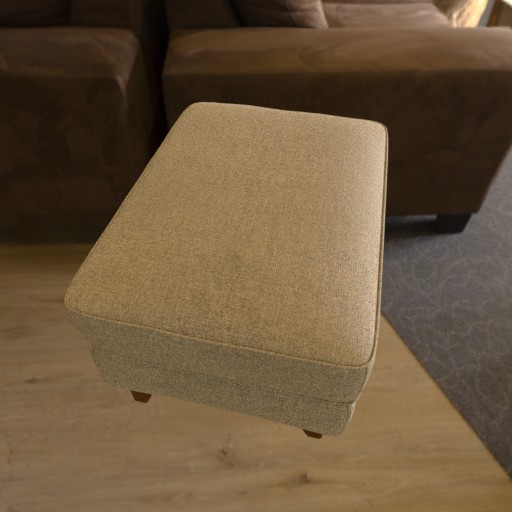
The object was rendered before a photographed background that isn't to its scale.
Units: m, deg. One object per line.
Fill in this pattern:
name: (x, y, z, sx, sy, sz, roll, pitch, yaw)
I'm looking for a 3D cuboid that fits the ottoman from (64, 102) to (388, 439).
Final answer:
ottoman: (0.000, 0.000, 1.298, 0.661, 0.561, 0.889, 10, 48, 9)
